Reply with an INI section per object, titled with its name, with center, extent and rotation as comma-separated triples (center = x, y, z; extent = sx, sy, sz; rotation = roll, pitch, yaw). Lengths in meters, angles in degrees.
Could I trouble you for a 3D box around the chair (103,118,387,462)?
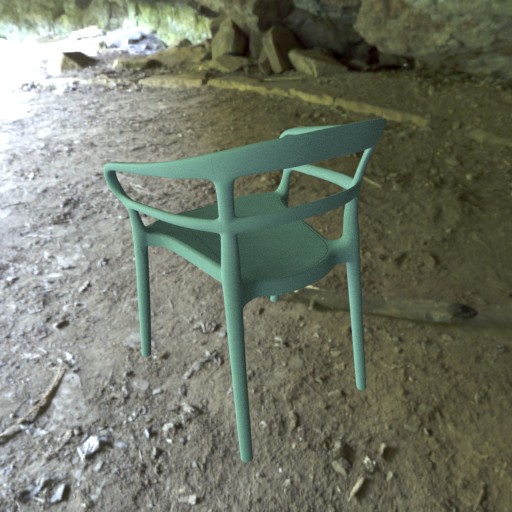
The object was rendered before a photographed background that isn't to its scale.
[chair]
center = 0.000, 0.000, 1.132
extent = 0.559, 0.761, 0.527
rotation = -19, 35, -30
